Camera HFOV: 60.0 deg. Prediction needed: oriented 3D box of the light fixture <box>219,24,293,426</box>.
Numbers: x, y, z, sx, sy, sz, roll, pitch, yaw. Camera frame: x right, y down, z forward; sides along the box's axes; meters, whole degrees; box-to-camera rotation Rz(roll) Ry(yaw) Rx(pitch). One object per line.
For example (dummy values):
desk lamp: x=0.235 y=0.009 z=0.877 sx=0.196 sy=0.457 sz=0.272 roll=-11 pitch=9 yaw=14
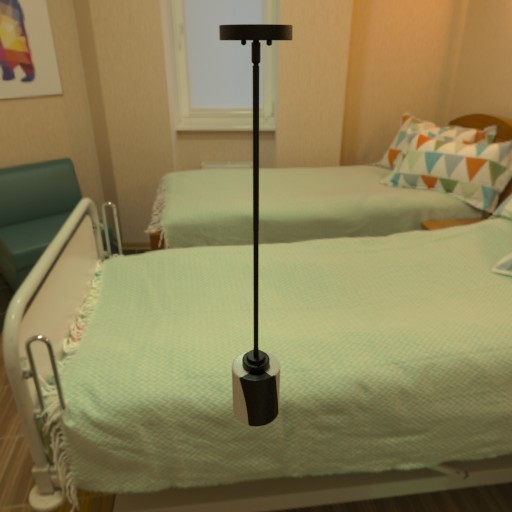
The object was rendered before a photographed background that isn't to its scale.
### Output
light fixture: x=0.000 y=0.000 z=0.935 sx=0.123 sy=0.863 sz=0.123 roll=-19 pitch=32 yaw=-33
